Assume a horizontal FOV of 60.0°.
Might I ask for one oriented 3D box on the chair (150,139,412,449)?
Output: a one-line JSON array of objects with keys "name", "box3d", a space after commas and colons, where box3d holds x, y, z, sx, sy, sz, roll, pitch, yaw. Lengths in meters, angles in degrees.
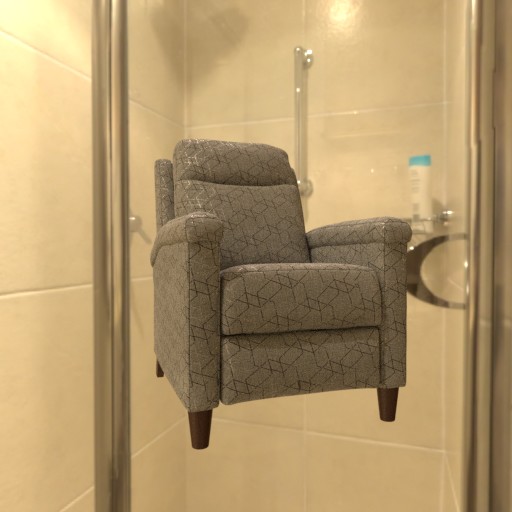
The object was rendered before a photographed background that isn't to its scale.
[{"name": "chair", "box3d": [0.000, 0.000, 1.729, 0.753, 1.048, 0.987, 0, 1, -18]}]
